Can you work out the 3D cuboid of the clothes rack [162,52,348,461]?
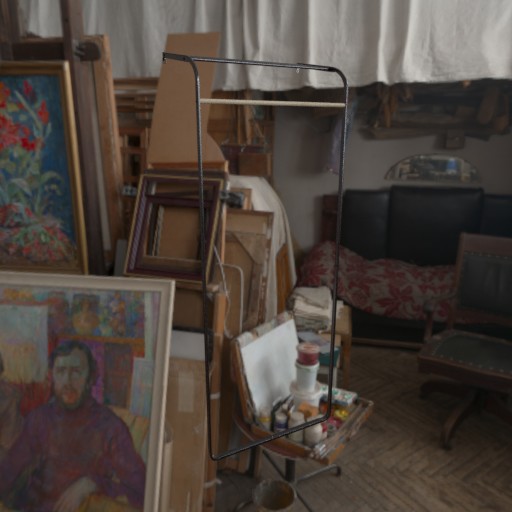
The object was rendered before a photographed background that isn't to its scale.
[{"bbox_3d":[0.000,0.000,1.857,0.609,1.574,0.349,-8,18,-27],"label":"clothes rack"}]
